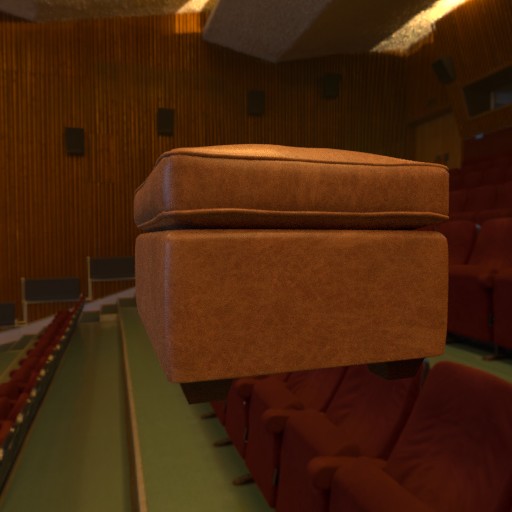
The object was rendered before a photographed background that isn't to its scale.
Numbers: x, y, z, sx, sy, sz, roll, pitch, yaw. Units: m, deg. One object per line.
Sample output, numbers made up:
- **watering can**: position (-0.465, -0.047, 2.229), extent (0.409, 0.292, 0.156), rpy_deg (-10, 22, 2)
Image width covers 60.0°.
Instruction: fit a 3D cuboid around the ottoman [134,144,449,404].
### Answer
- **ottoman**: position (0.000, 0.000, 1.109), extent (0.554, 0.468, 0.756), rpy_deg (-1, 2, -19)
